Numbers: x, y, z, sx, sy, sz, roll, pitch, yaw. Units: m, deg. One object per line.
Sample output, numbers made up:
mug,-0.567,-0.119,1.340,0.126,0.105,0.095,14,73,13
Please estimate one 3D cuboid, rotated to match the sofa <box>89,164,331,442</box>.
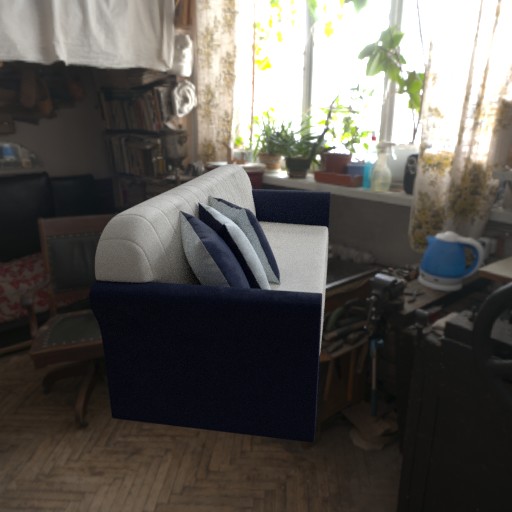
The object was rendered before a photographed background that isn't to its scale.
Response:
sofa,0.000,0.000,2.357,0.749,0.789,2.006,3,18,9
